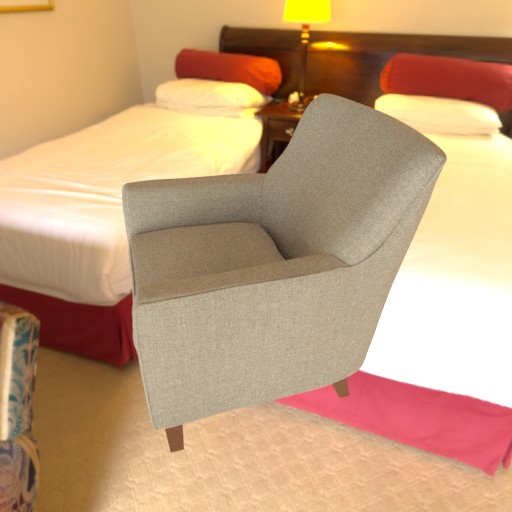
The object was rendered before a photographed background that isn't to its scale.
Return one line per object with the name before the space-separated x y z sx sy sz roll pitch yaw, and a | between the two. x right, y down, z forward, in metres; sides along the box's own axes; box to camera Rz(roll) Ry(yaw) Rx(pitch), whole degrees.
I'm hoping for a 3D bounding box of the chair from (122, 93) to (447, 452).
chair | 0.000 0.000 1.743 0.993 1.047 0.887 -9 32 -14
